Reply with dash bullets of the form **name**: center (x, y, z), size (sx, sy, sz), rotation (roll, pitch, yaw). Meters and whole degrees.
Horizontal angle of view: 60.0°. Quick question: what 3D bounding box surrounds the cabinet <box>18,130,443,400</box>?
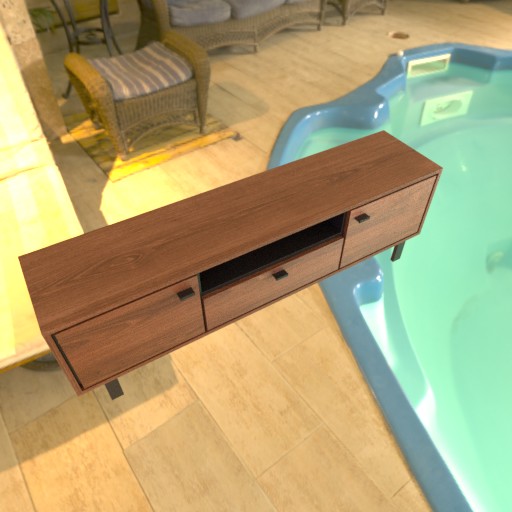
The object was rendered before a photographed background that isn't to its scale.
- **cabinet**: center (0.000, 0.000, 1.861), size (1.650, 0.500, 0.400), rotation (-23, 50, -21)
